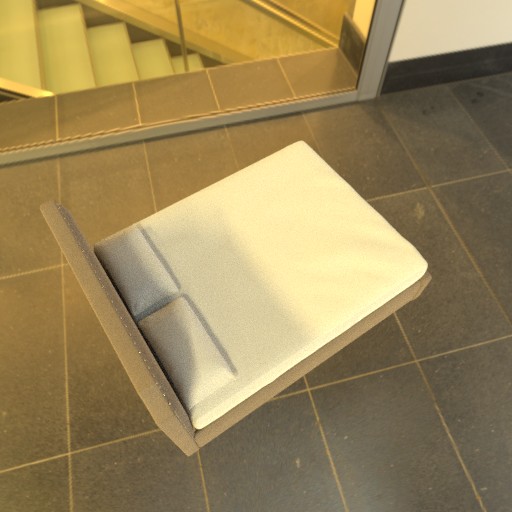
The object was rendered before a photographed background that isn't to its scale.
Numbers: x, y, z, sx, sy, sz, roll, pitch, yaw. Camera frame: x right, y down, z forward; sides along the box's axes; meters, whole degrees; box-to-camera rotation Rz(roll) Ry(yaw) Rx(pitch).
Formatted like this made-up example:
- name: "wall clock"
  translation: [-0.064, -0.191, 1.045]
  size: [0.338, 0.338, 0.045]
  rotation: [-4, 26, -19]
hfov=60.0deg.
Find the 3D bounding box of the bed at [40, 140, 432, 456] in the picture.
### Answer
- name: "bed"
  translation: [0.000, 0.000, 3.411]
  size: [2.329, 1.415, 1.703]
  rotation: [-30, 63, -17]
